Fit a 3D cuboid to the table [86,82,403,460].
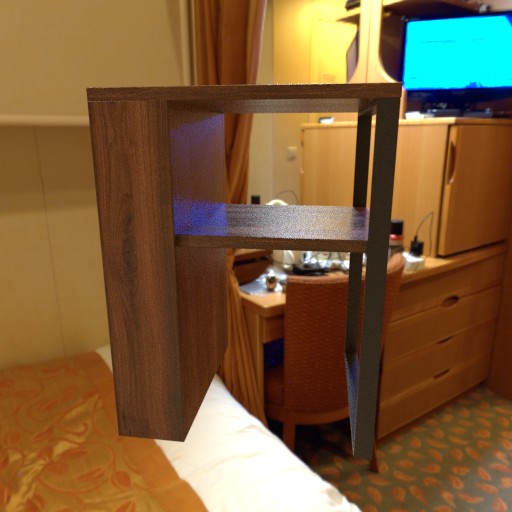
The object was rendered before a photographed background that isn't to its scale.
[{"bbox_3d":[0.000,0.000,1.533,0.786,1.041,0.660,2,15,8],"label":"table"}]
